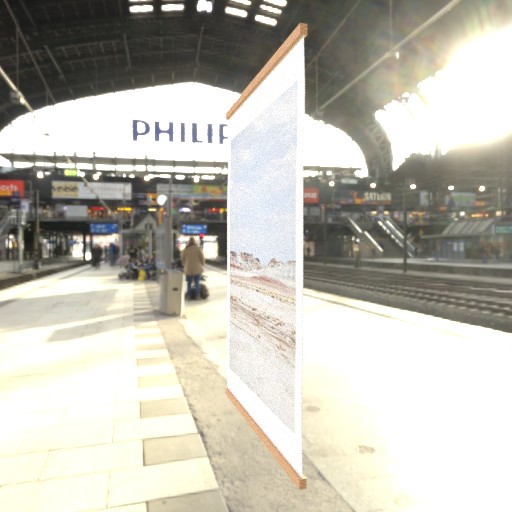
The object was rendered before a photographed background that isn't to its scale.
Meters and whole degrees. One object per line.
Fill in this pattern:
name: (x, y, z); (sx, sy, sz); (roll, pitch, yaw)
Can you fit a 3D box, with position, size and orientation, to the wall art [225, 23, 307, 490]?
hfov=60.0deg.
wall art: (0.000, 0.000, 1.928); (0.025, 1.521, 1.011); (0, 1, -18)
